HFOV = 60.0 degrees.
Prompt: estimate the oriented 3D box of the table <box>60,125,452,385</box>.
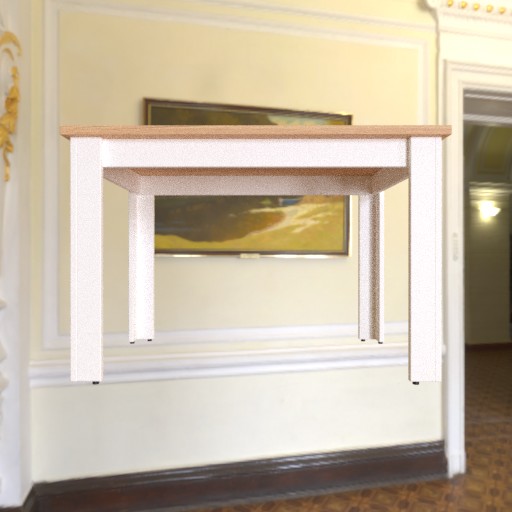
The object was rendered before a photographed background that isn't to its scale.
[{"bbox_3d":[0.000,0.000,1.592,1.100,0.734,0.700,0,0,0],"label":"table"}]
